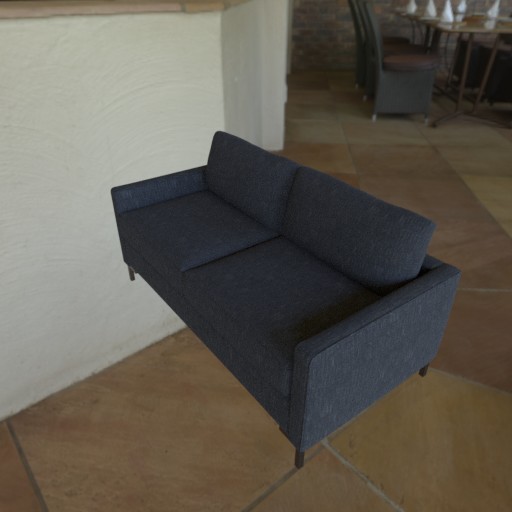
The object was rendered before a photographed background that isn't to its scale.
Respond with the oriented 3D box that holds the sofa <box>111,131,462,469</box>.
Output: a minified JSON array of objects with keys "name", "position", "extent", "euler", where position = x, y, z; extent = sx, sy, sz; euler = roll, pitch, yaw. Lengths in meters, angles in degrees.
[{"name":"sofa","position":[0.000,0.000,2.264],"extent":[0.866,0.862,1.716],"euler":[-21,38,-31]}]
